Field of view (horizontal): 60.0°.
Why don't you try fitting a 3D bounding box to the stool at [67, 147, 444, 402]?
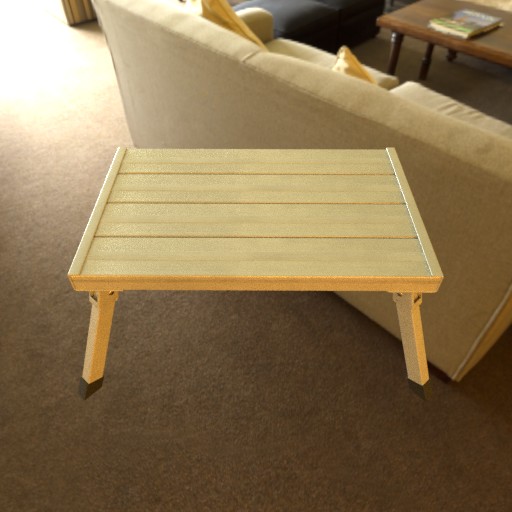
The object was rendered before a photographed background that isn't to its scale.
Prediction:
[{"bbox_3d":[0.000,0.000,0.712,0.535,0.225,0.385,0,46,0],"label":"stool"}]
